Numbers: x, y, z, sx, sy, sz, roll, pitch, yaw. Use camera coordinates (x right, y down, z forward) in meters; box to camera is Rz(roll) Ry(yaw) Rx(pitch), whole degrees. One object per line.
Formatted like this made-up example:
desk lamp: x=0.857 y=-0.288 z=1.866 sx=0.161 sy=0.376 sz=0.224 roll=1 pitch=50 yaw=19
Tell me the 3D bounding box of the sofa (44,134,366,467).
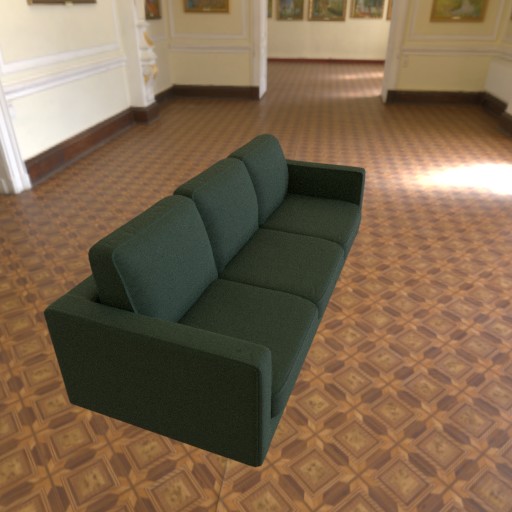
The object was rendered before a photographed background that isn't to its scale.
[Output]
sofa: x=0.000 y=0.000 z=2.397 sx=0.879 sy=0.899 sz=2.029 roll=11 pitch=31 yaw=18
